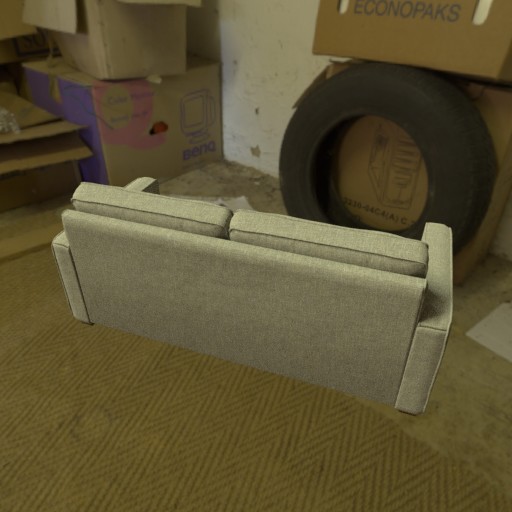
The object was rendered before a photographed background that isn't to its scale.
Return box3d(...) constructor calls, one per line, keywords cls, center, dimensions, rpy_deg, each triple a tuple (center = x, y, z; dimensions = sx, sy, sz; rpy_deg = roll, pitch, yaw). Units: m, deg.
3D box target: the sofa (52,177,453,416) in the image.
box3d(cls="sofa", center=(0.000, 0.000, 2.551), dimensions=(2.078, 0.918, 0.945), rpy_deg=(11, 36, 16))
